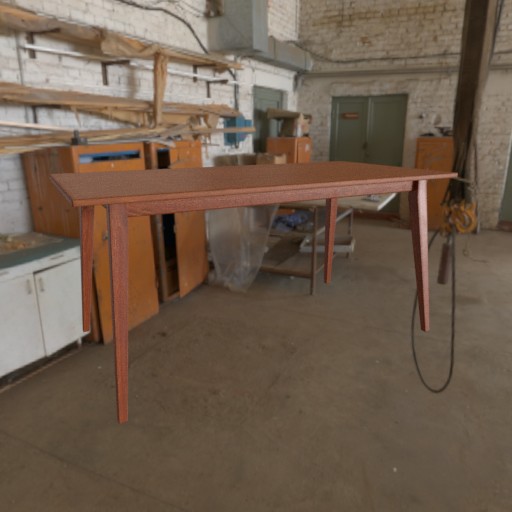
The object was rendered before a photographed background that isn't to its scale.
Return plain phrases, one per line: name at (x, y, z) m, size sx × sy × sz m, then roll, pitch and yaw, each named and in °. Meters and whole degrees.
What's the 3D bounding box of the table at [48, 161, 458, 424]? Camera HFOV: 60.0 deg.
table at (0.000, 0.000, 2.052) m, size 1.609 × 0.755 × 0.811 m, roll -9°, pitch 18°, yaw -27°
